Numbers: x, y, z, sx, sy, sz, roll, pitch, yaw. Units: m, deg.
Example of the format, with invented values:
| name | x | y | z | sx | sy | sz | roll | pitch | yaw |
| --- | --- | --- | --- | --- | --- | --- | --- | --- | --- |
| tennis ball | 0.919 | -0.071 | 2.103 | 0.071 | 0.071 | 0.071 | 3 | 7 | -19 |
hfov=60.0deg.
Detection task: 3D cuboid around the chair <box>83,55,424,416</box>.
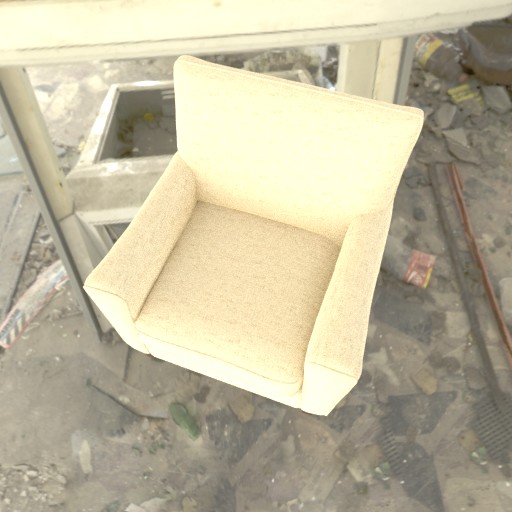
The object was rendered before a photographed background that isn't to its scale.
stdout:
| name | x | y | z | sx | sy | sz | roll | pitch | yaw |
| --- | --- | --- | --- | --- | --- | --- | --- | --- | --- |
| chair | 0.000 | 0.000 | 1.602 | 0.870 | 0.943 | 0.823 | 17 | 60 | 10 |
